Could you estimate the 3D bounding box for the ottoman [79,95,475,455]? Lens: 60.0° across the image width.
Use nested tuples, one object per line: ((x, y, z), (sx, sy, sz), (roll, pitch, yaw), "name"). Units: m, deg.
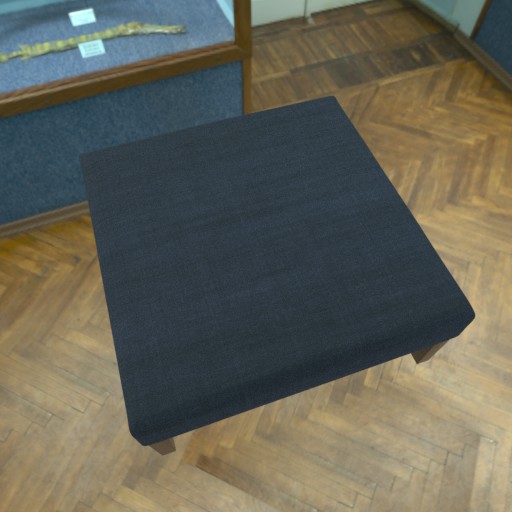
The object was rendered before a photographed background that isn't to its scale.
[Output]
((0.000, 0.000, 1.389), (0.890, 0.411, 0.889), (-16, 60, -10), "ottoman")
